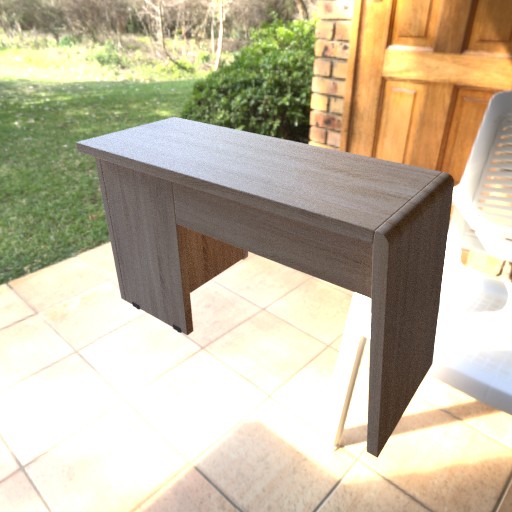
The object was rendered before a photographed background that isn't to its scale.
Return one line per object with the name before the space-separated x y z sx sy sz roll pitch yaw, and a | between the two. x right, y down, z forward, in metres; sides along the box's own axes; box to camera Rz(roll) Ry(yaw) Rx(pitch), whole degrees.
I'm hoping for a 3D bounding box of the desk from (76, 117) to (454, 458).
desk | 0.000 0.000 1.664 1.300 0.750 0.500 21 36 31
